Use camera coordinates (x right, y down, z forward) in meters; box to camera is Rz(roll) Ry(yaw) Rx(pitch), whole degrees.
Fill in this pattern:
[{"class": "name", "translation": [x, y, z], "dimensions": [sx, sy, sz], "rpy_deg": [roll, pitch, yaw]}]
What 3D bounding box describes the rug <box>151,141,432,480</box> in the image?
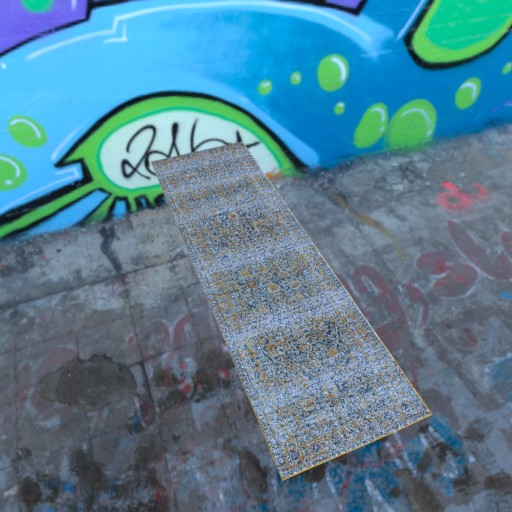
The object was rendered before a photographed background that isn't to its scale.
[{"class": "rug", "translation": [0.000, 0.000, 2.532], "dimensions": [0.704, 0.014, 2.294], "rpy_deg": [-16, 49, -15]}]
